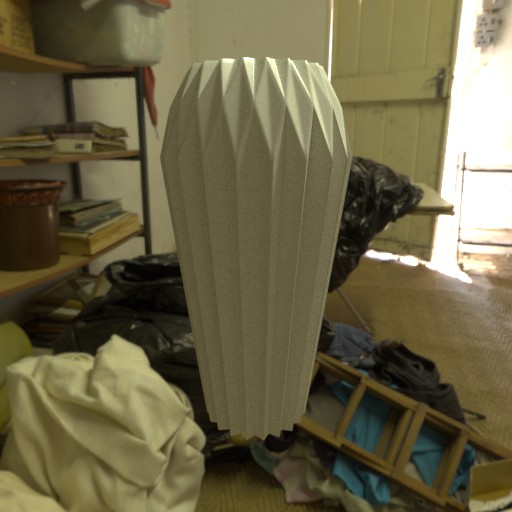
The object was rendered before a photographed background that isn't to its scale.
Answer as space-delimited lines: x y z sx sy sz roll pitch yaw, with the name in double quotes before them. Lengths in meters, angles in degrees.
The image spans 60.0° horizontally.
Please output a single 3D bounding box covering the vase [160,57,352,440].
"vase" 0.000 0.000 0.333 0.133 0.263 0.133 0 16 0
